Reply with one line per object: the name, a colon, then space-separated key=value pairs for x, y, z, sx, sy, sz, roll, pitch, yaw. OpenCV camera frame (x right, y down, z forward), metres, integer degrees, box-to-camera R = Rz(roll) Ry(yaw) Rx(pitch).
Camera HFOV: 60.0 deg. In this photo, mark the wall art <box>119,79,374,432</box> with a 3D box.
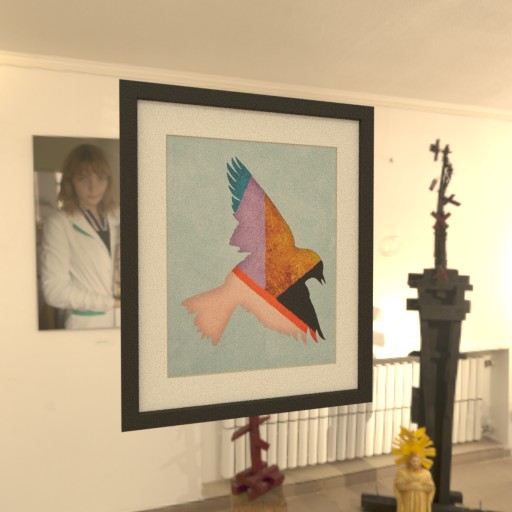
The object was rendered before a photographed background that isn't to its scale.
wall art: x=0.000 y=0.000 z=0.779 sx=0.457 sy=0.558 sz=0.028 roll=0 pitch=1 yaw=-17
